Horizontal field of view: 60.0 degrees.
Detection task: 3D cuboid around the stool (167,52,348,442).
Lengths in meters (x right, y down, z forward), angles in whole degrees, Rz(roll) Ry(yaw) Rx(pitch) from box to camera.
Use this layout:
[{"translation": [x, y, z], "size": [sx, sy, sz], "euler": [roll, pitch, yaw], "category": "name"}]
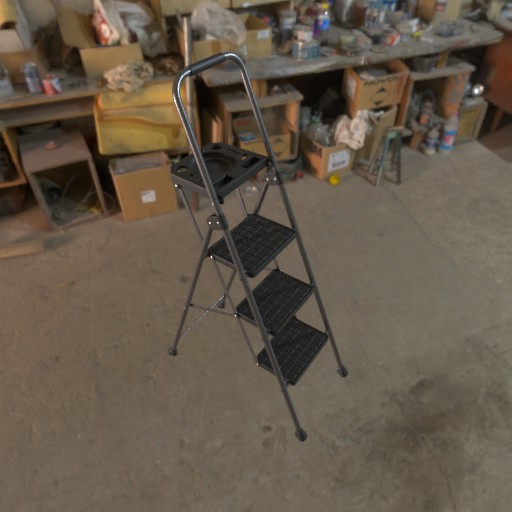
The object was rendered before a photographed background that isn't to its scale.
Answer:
[{"translation": [0.000, 0.000, 1.574], "size": [0.733, 1.277, 0.396], "euler": [25, 47, 26], "category": "stool"}]
